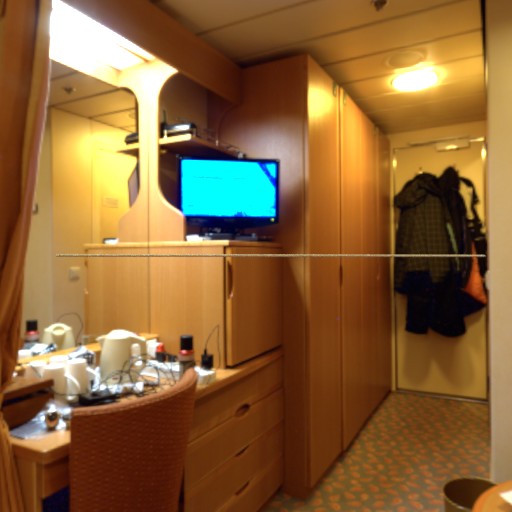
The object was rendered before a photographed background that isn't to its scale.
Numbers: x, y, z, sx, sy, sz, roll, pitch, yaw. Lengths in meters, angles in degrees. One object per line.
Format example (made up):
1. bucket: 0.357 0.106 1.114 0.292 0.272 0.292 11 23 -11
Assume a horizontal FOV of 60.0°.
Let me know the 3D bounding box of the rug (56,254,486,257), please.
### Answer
1. rug: 0.000 0.000 3.724 2.878 0.014 2.005 0 0 -18
